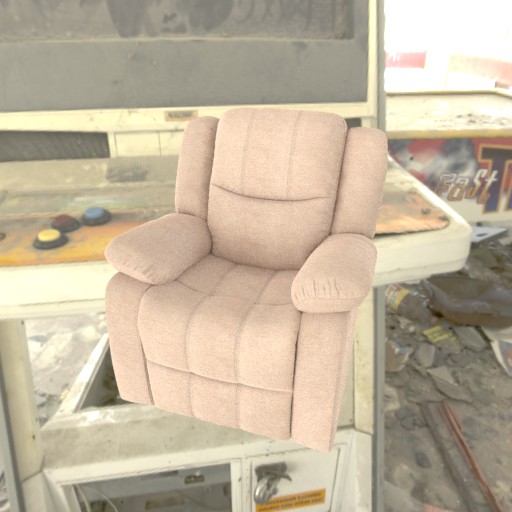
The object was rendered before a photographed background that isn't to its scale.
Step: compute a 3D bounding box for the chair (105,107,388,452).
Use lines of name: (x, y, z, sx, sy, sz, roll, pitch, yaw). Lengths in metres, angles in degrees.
chair: (0.000, 0.000, 1.721, 0.899, 1.008, 0.944, 8, 29, 16)
